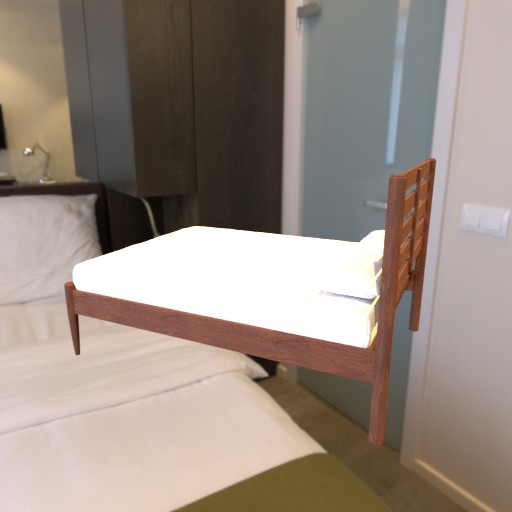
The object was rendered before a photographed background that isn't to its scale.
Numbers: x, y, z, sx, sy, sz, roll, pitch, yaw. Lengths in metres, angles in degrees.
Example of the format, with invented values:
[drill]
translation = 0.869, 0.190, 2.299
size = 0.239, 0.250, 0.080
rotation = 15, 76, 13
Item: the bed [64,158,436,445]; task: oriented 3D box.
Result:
[bed]
translation = 0.000, 0.000, 3.075
size = 2.093, 1.304, 1.509
rotation = 7, 17, 25
